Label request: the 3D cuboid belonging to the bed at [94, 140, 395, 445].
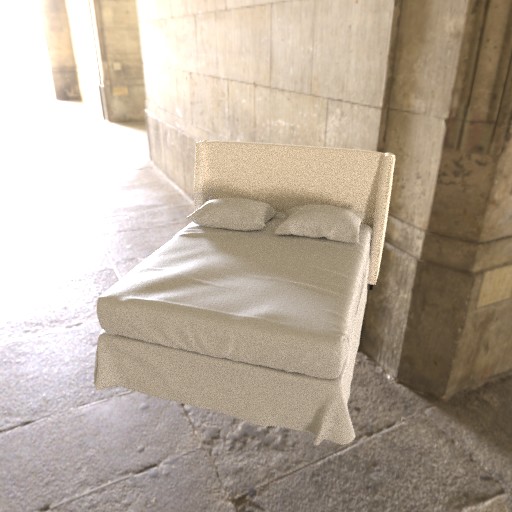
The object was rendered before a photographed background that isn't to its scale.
[{"bbox_3d":[0.000,0.000,3.565,1.925,1.332,2.276,8,27,16],"label":"bed"}]
